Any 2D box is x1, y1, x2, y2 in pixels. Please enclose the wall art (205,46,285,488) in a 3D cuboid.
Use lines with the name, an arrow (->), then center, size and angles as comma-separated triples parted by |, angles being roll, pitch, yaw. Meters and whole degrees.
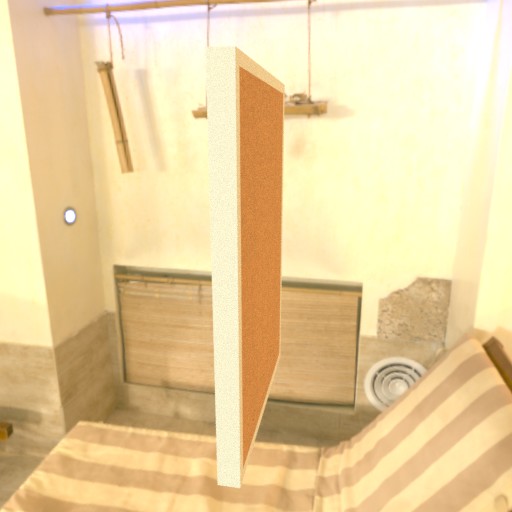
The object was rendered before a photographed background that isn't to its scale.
wall art -> 0.000, 0.000, 0.551 | 0.025, 0.428, 0.293 | 3, 16, 11
